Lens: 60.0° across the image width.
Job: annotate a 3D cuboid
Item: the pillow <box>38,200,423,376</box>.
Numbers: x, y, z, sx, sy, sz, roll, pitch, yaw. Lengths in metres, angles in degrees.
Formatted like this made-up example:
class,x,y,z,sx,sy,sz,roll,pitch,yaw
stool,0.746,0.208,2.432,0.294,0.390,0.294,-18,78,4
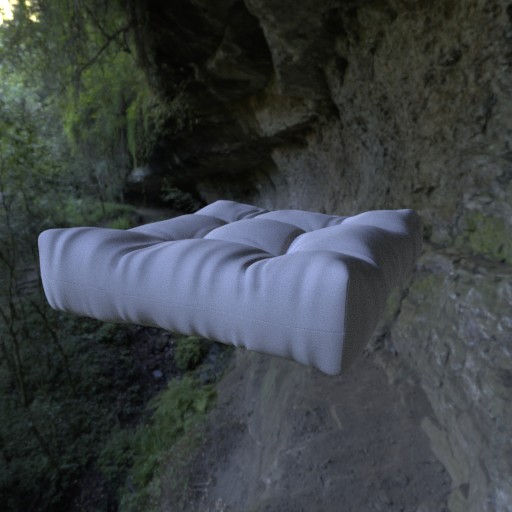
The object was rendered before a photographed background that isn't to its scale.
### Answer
class,x,y,z,sx,sy,sz,roll,pitch,yaw
pillow,0.000,0.000,0.726,0.468,0.128,0.490,7,15,26
